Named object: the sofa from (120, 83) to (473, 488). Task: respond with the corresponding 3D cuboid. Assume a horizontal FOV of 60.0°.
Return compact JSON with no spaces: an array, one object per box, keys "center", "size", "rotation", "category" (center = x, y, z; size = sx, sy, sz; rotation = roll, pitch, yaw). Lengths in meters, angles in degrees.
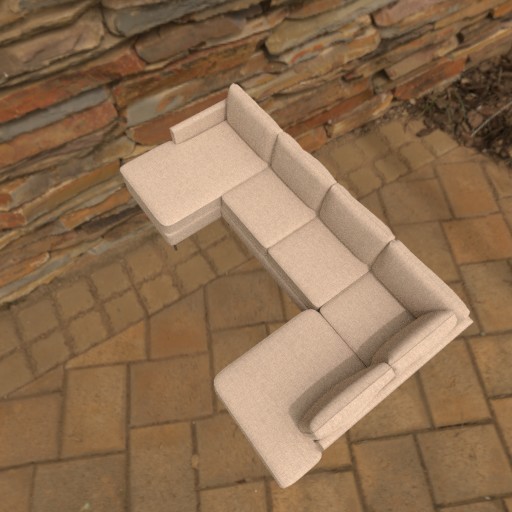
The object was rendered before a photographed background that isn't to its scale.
[{"center":[0.000,0.000,4.218],"size":[2.021,0.996,3.423],"rotation":[-33,67,-16],"category":"sofa"}]
